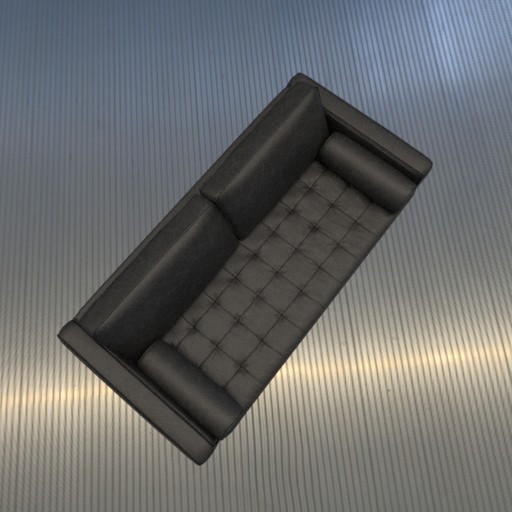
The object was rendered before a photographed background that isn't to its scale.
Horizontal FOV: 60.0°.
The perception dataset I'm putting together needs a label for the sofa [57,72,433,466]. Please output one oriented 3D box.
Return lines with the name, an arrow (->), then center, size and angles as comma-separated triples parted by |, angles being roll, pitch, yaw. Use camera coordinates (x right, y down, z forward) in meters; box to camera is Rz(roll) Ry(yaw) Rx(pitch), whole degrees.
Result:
sofa -> 0.000, 0.000, 2.338 | 0.921, 0.770, 1.879 | 38, 78, 10
